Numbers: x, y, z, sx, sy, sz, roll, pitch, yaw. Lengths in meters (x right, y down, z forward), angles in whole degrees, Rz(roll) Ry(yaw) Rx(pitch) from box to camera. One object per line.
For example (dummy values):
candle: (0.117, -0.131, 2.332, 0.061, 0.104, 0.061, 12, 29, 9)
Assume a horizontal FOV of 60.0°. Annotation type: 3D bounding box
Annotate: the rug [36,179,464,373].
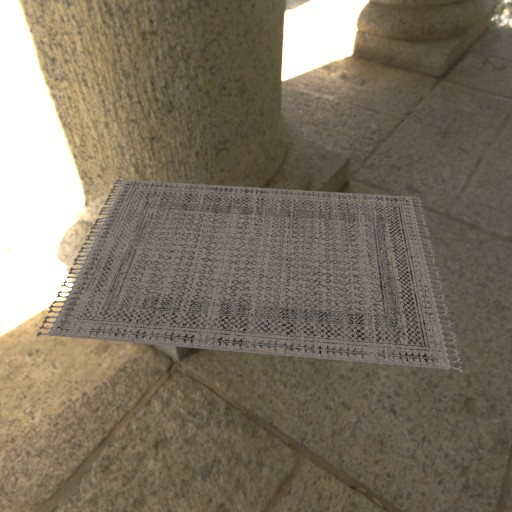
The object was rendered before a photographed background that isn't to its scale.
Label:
rug: (0.000, 0.000, 3.054, 2.486, 0.013, 1.548, 4, 46, 4)
